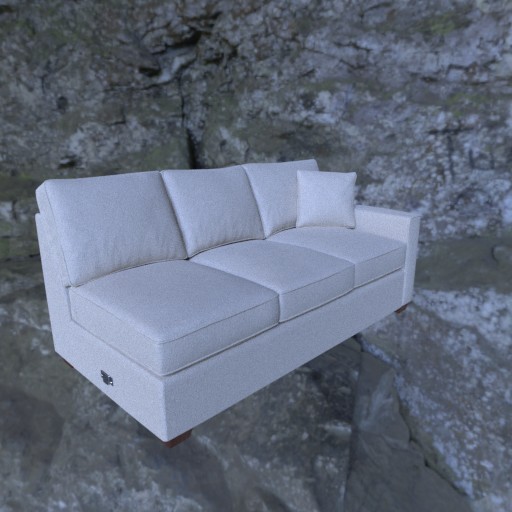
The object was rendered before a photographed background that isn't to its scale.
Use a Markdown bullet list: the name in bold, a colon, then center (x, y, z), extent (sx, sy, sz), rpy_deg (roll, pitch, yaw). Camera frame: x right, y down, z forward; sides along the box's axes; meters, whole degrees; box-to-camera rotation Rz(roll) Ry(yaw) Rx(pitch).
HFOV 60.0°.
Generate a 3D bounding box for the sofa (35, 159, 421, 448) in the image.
- **sofa**: center (0.000, 0.000, 2.467), extent (1.034, 0.946, 1.963), rpy_deg (15, 22, 43)
